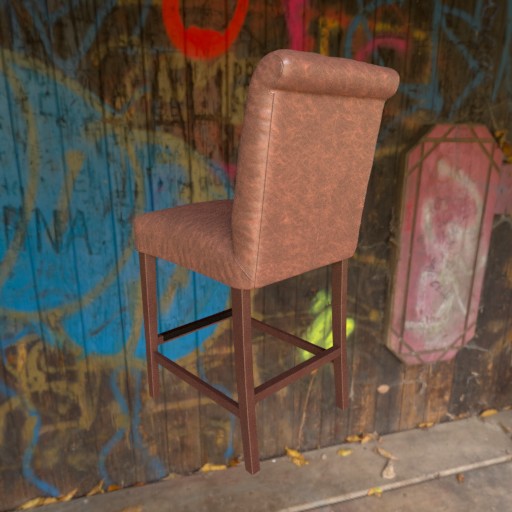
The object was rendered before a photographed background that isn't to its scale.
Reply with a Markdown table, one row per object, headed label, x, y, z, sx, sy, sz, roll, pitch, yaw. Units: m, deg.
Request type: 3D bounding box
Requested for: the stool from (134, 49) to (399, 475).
| label | x | y | z | sx | sy | sz | roll | pitch | yaw |
| --- | --- | --- | --- | --- | --- | --- | --- | --- | --- |
| stool | 0.000 | 0.000 | 1.387 | 0.486 | 1.084 | 0.660 | -15 | 22 | -42 |
